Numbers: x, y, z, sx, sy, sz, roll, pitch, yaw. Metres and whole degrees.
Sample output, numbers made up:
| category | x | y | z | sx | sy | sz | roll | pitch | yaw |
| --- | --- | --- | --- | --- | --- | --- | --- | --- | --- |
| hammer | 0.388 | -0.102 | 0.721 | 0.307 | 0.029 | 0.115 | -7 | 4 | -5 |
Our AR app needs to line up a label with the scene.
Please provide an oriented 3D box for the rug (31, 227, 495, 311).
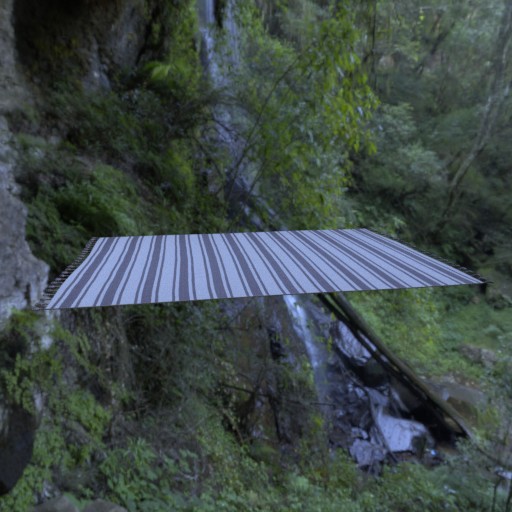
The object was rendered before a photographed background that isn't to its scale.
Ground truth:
| category | x | y | z | sx | sy | sz | roll | pitch | yaw |
| --- | --- | --- | --- | --- | --- | --- | --- | --- | --- |
| rug | 0.000 | 0.000 | 3.777 | 3.040 | 0.017 | 2.030 | -3 | 15 | -10 |
